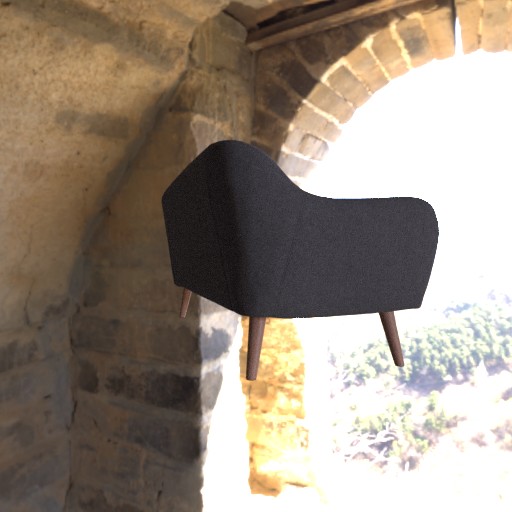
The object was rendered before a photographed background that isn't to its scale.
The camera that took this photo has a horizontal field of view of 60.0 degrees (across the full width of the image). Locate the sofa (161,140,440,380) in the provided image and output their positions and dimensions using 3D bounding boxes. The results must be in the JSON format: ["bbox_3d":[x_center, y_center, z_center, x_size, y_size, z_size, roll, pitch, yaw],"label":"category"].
[{"bbox_3d":[0.000,0.000,2.301,0.820,0.820,1.840,0,1,-18],"label":"sofa"}]
